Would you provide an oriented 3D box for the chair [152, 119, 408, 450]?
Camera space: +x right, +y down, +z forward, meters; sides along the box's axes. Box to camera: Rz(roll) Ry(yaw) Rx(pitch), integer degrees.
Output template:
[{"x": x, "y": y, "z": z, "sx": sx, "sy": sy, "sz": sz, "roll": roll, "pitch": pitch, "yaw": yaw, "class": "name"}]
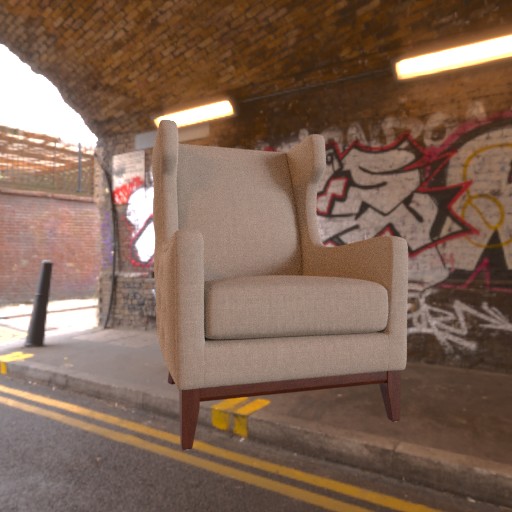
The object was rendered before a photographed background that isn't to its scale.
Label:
[{"x": 0.000, "y": 0.000, "z": 1.711, "sx": 0.778, "sy": 1.079, "sz": 0.899, "roll": 0, "pitch": -1, "yaw": -19, "class": "chair"}]
